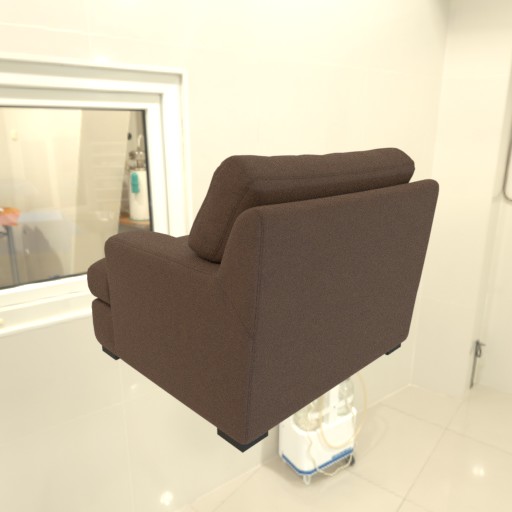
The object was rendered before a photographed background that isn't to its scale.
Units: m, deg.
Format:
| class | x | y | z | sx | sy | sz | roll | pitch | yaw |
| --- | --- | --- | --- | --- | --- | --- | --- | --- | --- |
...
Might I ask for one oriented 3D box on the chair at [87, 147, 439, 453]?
| class | x | y | z | sx | sy | sz | roll | pitch | yaw |
| --- | --- | --- | --- | --- | --- | --- | --- | --- | --- |
| chair | 0.000 | 0.000 | 1.983 | 1.168 | 0.940 | 1.143 | -15 | 22 | -43 |
